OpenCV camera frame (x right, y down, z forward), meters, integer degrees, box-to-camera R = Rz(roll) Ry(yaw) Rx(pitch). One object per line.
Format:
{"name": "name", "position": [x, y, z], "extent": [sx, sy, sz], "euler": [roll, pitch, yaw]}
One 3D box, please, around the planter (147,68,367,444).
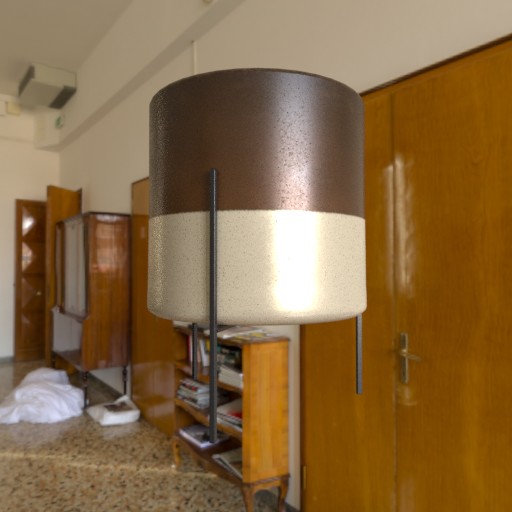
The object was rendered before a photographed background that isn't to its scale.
{"name": "planter", "position": [0.000, 0.000, 0.714], "extent": [0.345, 0.465, 0.354], "euler": [0, -1, 18]}
